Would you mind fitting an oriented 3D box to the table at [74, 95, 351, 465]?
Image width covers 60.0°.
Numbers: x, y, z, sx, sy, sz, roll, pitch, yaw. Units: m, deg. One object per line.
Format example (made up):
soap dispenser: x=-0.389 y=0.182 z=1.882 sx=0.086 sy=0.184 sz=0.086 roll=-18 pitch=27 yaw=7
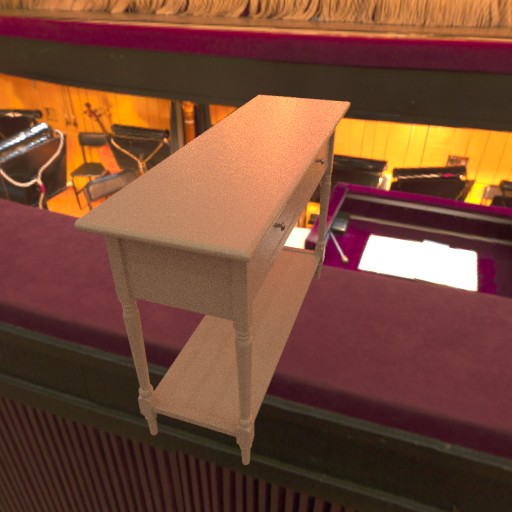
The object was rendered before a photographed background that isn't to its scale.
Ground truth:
table: x=0.000 y=0.000 z=1.549 sx=0.384 sy=0.808 sz=1.197 roll=10 pitch=34 yaw=16
